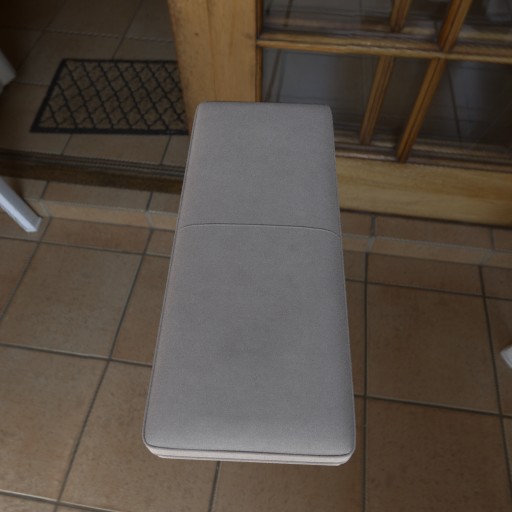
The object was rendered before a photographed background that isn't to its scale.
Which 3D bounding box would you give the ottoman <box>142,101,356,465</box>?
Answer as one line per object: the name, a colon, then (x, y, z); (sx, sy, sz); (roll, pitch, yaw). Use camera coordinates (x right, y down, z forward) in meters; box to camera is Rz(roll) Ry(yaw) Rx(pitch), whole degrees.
ottoman: (0.000, 0.000, 2.012); (0.735, 0.460, 1.726); (2, 58, 1)
